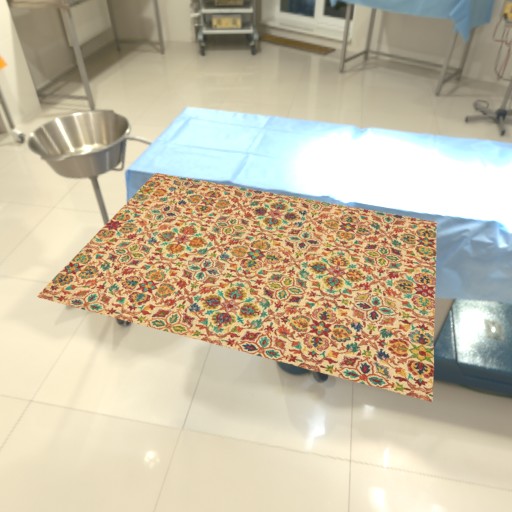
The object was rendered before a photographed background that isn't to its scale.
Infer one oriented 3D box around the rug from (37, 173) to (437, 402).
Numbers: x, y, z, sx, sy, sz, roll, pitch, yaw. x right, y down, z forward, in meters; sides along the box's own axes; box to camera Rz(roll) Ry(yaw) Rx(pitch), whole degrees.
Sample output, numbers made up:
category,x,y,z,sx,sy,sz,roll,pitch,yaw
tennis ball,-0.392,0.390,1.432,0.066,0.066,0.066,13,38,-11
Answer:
category,x,y,z,sx,sy,sz,roll,pitch,yaw
rug,0.000,0.000,2.374,1.838,0.013,1.226,12,42,13
